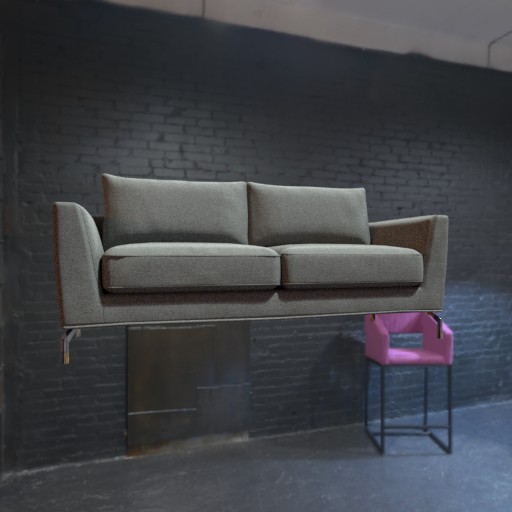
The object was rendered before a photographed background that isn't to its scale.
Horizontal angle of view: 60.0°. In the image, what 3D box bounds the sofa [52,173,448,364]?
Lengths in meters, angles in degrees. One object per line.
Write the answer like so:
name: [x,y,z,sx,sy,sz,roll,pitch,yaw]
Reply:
sofa: [0.000,0.000,2.743,2.212,1.002,0.869,0,0,-18]
